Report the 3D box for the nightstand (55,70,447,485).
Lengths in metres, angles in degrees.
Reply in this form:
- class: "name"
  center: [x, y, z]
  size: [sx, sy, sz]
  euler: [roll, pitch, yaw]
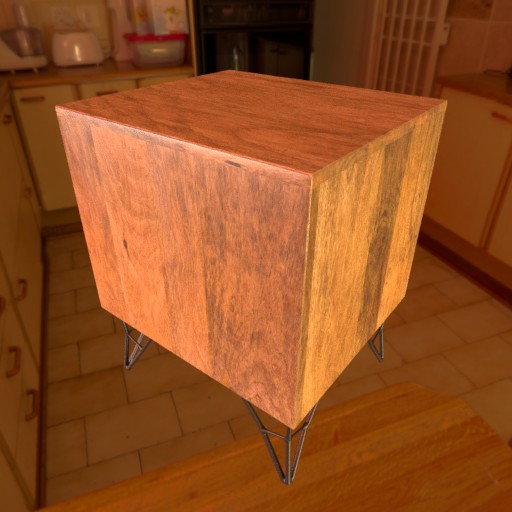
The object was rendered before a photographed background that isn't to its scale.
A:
- class: "nightstand"
  center: [0.000, 0.000, 0.832]
  size: [0.457, 0.559, 0.406]
  euler: [22, 38, 32]
